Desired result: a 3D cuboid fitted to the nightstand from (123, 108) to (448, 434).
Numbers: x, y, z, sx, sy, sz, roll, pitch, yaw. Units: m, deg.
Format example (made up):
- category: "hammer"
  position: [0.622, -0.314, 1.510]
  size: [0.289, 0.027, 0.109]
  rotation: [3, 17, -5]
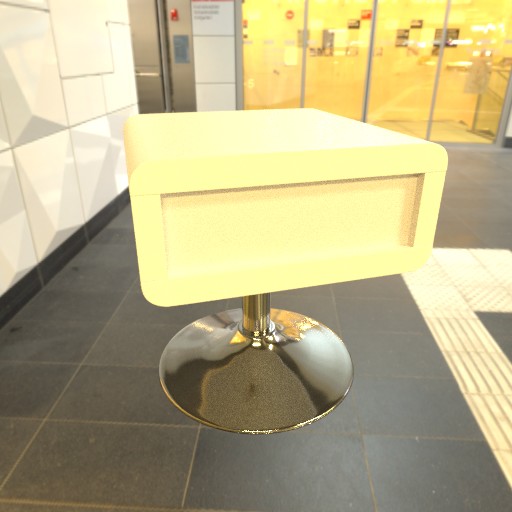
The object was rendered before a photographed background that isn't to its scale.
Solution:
- category: "nightstand"
  position: [0.000, 0.000, 0.779]
  size: [0.399, 0.447, 0.404]
  rotation: [-7, 26, -15]
